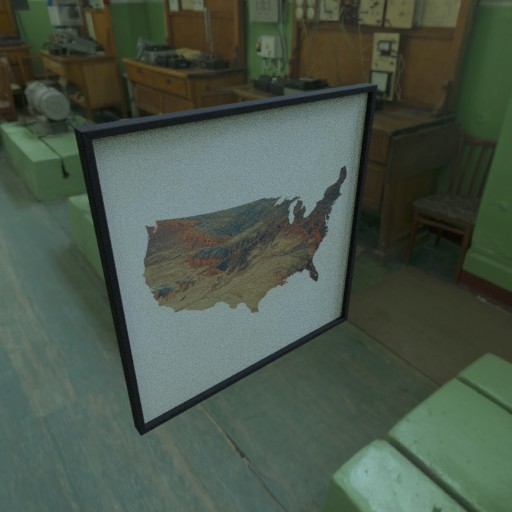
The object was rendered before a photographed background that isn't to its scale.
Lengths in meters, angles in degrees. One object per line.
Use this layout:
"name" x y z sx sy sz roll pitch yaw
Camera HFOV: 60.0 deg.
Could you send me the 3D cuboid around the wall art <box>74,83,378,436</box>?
"wall art" 0.000 0.000 1.139 0.762 0.762 0.038 -21 36 -32
